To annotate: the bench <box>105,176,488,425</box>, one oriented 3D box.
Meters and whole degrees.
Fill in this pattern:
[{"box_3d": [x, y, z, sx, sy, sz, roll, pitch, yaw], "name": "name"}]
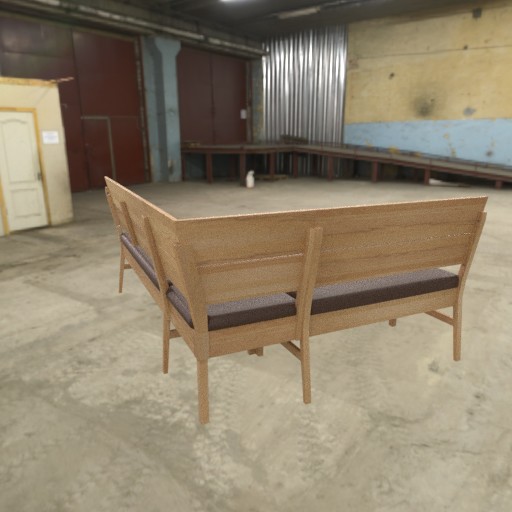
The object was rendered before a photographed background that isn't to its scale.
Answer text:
[{"box_3d": [0.000, 0.000, 2.777, 1.549, 0.890, 1.975, -7, 17, -25], "name": "bench"}]
